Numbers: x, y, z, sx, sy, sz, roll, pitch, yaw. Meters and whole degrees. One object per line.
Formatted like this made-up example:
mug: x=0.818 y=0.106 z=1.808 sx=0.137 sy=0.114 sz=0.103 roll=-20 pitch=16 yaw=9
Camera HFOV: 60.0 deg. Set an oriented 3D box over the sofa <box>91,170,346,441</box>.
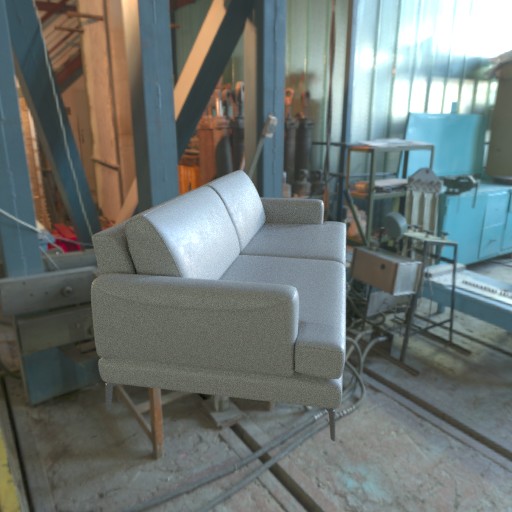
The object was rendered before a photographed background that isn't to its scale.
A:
sofa: x=0.000 y=0.000 z=2.431 sx=0.974 sy=0.765 sz=1.940 roll=3 pitch=17 yaw=11
